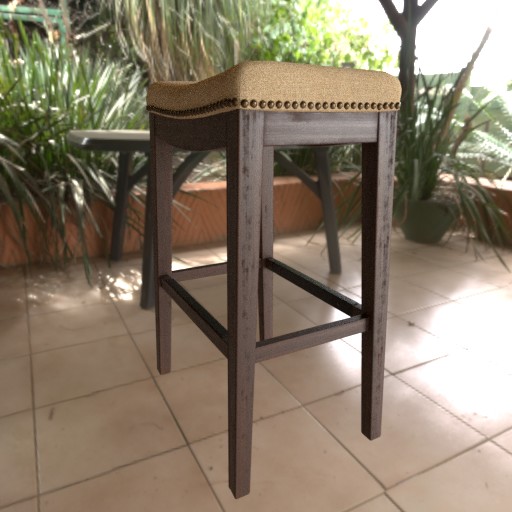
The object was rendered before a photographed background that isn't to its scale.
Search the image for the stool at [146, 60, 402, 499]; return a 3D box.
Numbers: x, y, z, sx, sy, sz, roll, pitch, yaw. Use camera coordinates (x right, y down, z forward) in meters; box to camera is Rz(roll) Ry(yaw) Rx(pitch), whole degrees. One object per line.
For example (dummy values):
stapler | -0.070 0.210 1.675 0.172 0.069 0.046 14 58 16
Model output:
stool | 0.000 0.000 1.010 0.363 0.768 0.509 -9 20 -27
